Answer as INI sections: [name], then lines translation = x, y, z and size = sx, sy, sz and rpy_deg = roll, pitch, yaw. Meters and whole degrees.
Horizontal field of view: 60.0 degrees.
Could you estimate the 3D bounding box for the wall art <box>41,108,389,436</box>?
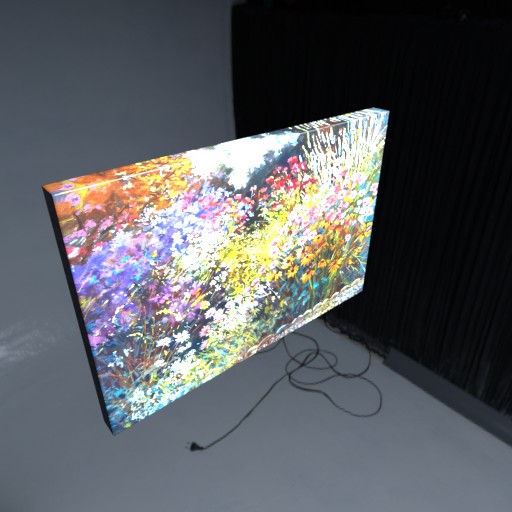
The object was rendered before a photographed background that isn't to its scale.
[wall art]
translation = 0.000, 0.000, 0.768
size = 0.610, 0.406, 0.037
rpy_deg = -23, 38, -33
